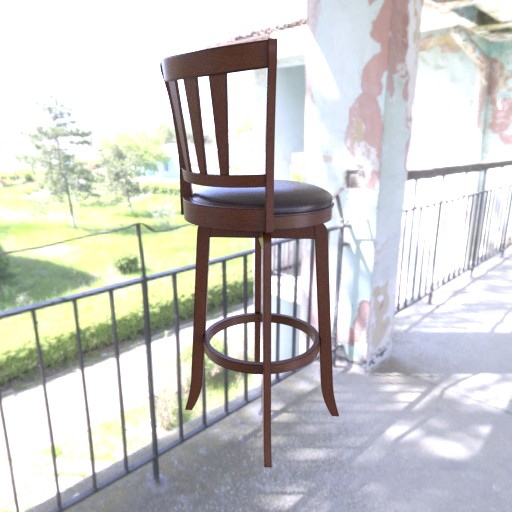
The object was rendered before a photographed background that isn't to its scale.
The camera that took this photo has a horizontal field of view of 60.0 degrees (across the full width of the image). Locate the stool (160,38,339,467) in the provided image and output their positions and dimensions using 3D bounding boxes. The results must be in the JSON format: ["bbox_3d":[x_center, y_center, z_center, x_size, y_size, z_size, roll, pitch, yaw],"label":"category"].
[{"bbox_3d":[0.000,0.000,1.421,0.503,1.177,0.464,-15,22,-43],"label":"stool"}]
